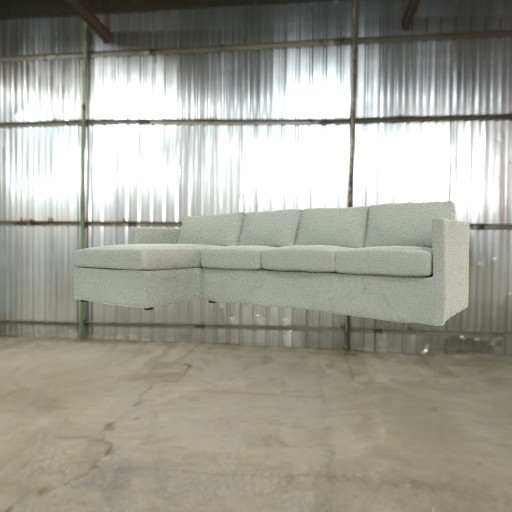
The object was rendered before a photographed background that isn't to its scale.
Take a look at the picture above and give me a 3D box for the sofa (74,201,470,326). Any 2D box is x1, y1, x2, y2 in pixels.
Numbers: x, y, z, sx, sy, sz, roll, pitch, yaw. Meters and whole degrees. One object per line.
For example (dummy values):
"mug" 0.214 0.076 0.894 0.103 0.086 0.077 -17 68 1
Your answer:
"sofa" 0.000 0.000 3.930 3.205 0.922 1.650 1 2 35
